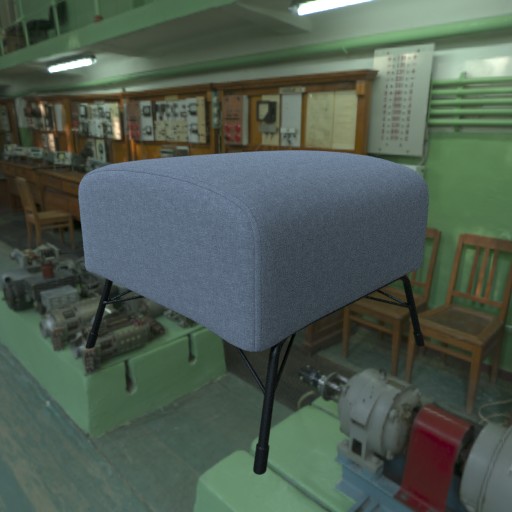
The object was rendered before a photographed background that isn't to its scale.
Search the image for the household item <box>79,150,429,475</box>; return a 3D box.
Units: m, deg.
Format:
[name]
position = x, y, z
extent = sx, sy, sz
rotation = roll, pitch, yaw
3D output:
[household item]
position = 0.000, 0.000, 0.911
extent = 0.530, 0.410, 0.530
rotation = 16, 23, 42
